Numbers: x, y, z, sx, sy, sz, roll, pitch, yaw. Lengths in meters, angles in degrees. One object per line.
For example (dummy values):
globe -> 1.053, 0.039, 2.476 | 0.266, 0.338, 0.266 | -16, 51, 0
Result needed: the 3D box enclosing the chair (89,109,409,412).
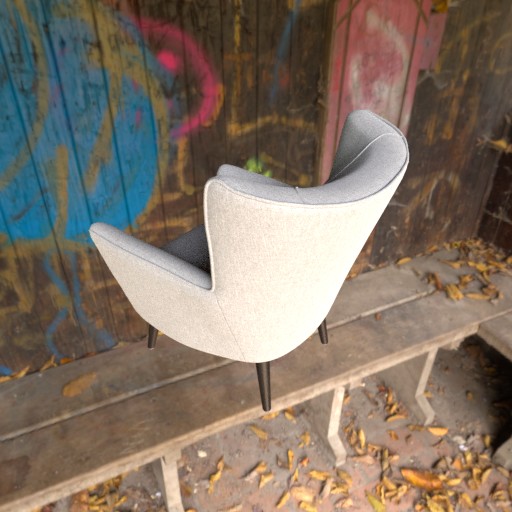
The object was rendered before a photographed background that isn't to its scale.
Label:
chair -> 0.000, 0.000, 1.586 | 0.888, 0.933, 0.781 | 22, 38, 30
